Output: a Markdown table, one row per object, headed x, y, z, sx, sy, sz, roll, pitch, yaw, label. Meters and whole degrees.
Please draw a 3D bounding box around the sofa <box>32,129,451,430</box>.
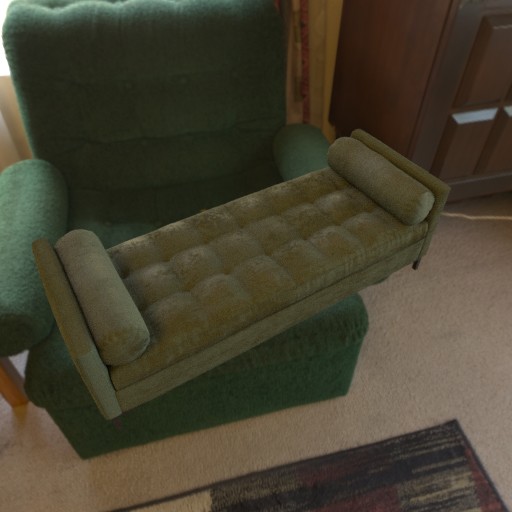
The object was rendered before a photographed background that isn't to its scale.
| x | y | z | sx | sy | sz | roll | pitch | yaw | label |
| --- | --- | --- | --- | --- | --- | --- | --- | --- | --- |
| 0.000 | 0.000 | 2.523 | 2.130 | 0.681 | 0.817 | -23 | 49 | -22 | sofa |
